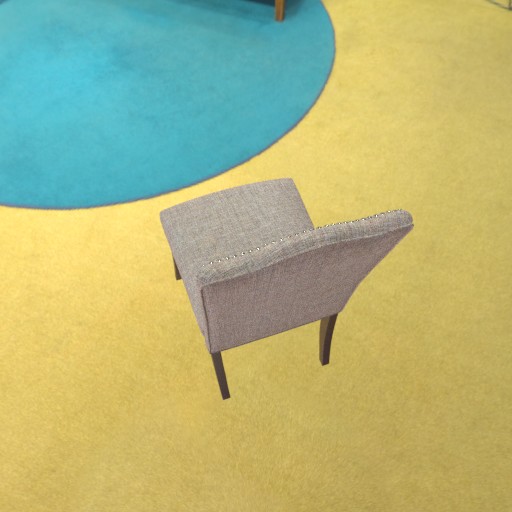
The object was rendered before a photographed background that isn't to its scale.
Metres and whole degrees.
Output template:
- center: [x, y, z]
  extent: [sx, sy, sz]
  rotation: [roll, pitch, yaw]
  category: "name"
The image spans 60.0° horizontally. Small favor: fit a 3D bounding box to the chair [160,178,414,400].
- center: [0.000, 0.000, 1.370]
  extent: [0.513, 1.016, 0.660]
  rotation: [-16, 58, -10]
  category: "chair"
